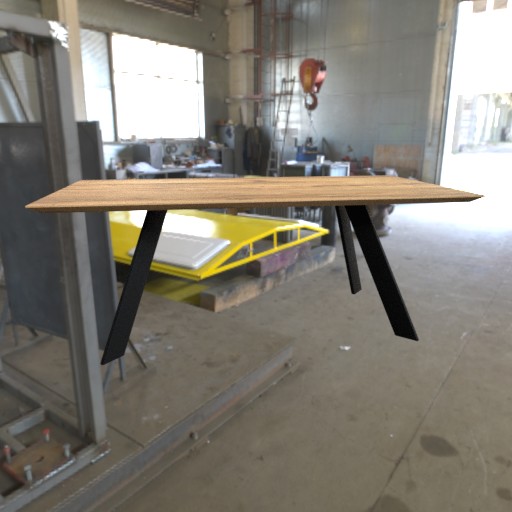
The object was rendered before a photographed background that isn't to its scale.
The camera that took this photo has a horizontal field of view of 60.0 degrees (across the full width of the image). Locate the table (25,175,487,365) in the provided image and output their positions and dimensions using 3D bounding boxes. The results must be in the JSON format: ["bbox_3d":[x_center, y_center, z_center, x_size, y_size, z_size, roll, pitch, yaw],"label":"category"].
[{"bbox_3d":[0.000,0.000,2.475,2.000,0.770,1.000,-2,16,-9],"label":"table"}]
